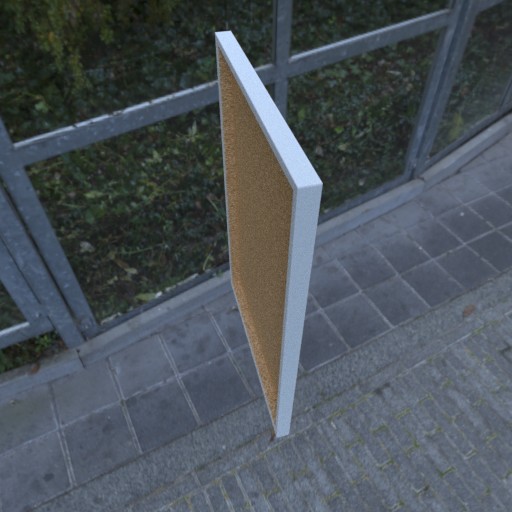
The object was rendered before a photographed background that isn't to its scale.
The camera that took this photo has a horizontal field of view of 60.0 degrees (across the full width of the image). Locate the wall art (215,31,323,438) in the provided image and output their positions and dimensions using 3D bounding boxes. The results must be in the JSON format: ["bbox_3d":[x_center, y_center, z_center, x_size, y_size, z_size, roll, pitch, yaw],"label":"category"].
[{"bbox_3d":[0.000,0.000,1.173,0.038,0.914,0.610,-11,47,-10],"label":"wall art"}]
